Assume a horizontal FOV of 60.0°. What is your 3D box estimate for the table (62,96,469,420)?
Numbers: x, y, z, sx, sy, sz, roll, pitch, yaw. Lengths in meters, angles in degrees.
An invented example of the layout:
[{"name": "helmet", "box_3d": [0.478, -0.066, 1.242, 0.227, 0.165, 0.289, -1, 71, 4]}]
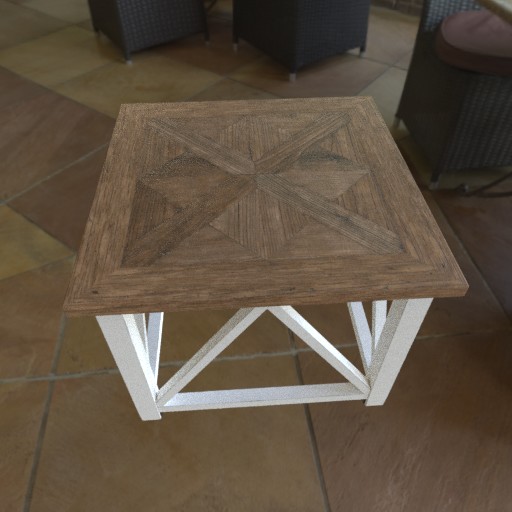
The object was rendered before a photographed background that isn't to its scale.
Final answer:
[{"name": "table", "box_3d": [0.000, 0.000, 1.190, 0.700, 0.532, 0.700, -3, 47, -3]}]
